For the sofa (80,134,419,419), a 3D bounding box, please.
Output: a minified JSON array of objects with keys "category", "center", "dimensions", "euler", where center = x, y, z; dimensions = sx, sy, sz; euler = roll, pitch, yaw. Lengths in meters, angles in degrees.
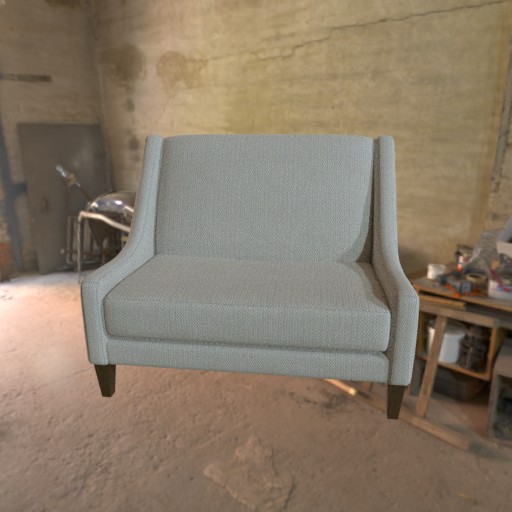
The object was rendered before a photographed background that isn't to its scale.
[{"category":"sofa","center":[0.000,0.000,1.949],"dimensions":[1.242,1.022,0.870],"euler":[2,16,7]}]
